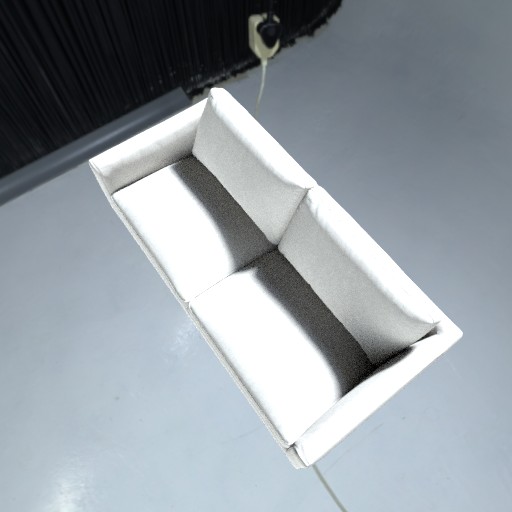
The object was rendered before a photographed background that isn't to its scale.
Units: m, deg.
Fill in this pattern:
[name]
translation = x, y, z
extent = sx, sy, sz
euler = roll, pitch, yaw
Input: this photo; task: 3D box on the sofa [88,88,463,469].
[sofa]
translation = 0.000, 0.000, 2.790
extent = 1.090, 0.838, 2.588
euler = -33, 67, -16
